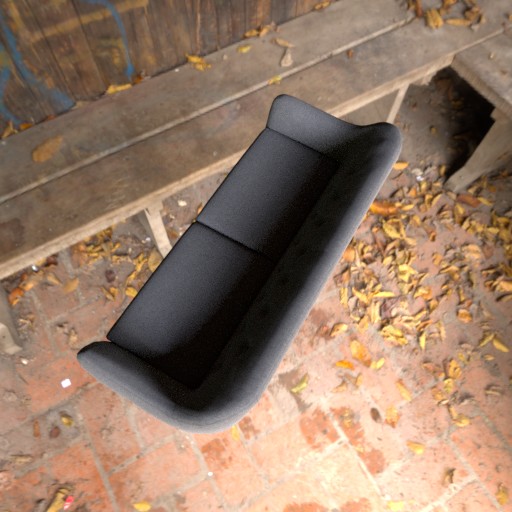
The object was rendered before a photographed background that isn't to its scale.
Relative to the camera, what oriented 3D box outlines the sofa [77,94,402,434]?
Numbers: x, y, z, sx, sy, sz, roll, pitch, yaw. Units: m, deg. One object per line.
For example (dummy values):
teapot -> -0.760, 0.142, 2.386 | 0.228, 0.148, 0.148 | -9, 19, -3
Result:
sofa -> 0.000, 0.000, 2.321 | 0.820, 0.820, 1.840 | 28, 67, 13
